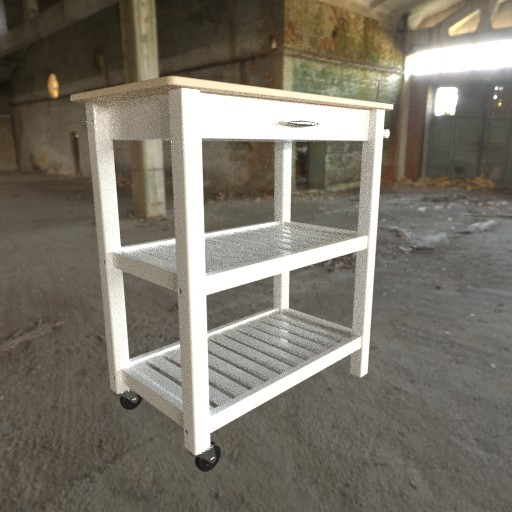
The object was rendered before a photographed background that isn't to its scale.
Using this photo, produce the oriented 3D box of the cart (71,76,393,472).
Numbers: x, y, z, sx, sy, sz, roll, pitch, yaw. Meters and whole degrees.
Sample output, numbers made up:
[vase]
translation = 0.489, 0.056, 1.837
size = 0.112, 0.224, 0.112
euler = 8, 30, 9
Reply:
[cart]
translation = 0.000, 0.000, 1.398
size = 0.899, 0.927, 0.457
euler = -13, 19, -43
